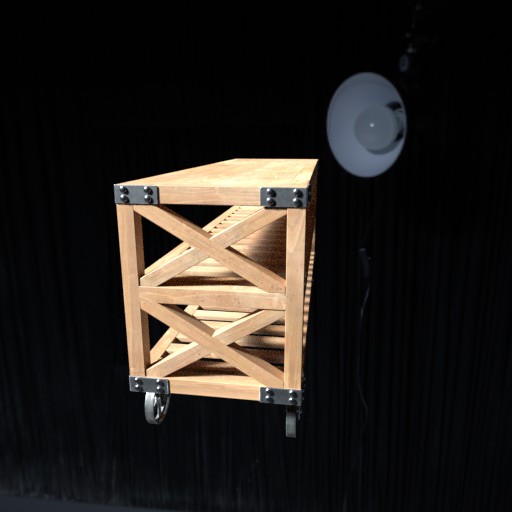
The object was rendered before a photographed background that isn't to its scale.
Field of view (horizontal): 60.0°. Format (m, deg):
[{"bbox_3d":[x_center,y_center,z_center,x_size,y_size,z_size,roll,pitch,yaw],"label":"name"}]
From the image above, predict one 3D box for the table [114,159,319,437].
[{"bbox_3d":[0.000,0.000,1.805,0.467,0.711,1.487,2,15,8],"label":"table"}]
